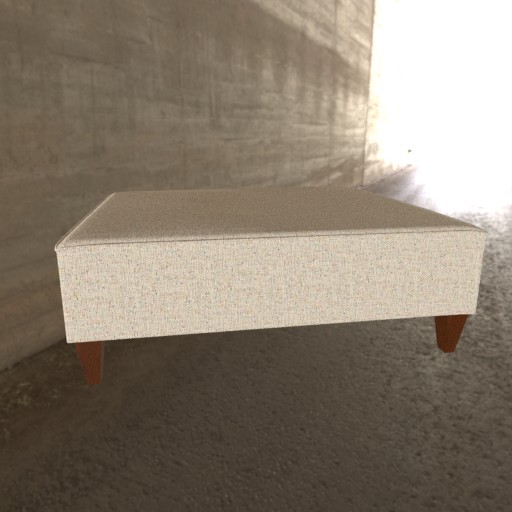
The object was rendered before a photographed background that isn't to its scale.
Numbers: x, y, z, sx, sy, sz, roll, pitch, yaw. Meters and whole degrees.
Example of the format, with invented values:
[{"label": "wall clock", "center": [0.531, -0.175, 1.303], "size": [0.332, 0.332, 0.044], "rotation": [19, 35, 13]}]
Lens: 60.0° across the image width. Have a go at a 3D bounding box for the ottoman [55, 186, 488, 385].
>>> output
[{"label": "ottoman", "center": [0.000, 0.000, 1.214], "size": [0.835, 0.303, 0.736], "rotation": [-3, 16, -10]}]
